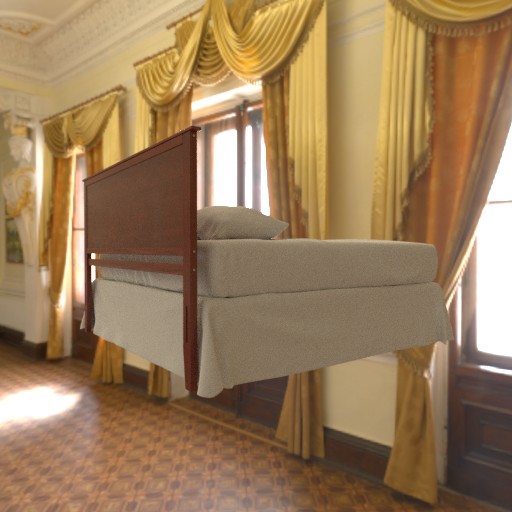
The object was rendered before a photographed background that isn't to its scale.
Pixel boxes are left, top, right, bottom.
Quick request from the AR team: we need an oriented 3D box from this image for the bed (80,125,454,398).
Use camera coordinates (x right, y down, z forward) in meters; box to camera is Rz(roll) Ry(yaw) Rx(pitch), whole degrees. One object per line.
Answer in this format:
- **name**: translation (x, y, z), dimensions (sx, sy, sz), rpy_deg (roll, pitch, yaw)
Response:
- **bed**: translation (0.000, 0.000, 3.566), dimensions (2.219, 1.271, 2.314), rpy_deg (-1, 1, -35)
